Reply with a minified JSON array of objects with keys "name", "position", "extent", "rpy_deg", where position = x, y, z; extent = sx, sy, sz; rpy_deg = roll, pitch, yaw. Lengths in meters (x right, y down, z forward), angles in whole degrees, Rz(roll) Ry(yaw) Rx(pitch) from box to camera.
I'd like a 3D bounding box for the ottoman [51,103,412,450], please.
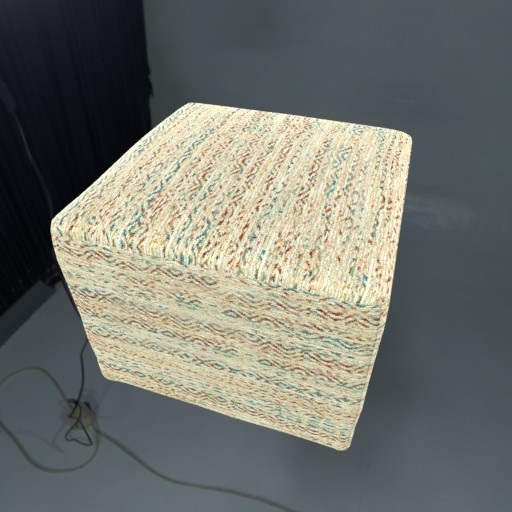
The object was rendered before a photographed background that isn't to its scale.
[{"name":"ottoman","position":[0.000,0.000,0.909],"extent":[0.521,0.453,0.512],"rpy_deg":[12,42,14]}]
